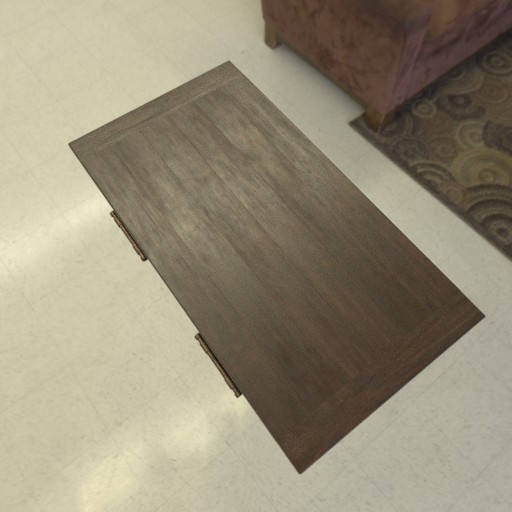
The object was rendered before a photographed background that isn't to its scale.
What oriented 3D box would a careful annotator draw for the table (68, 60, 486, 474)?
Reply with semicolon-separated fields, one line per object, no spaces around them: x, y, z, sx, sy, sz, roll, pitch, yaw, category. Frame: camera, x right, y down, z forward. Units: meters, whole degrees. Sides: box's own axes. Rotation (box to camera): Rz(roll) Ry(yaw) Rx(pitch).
0.000;0.000;1.609;0.700;0.494;1.270;-34;69;-15;table
